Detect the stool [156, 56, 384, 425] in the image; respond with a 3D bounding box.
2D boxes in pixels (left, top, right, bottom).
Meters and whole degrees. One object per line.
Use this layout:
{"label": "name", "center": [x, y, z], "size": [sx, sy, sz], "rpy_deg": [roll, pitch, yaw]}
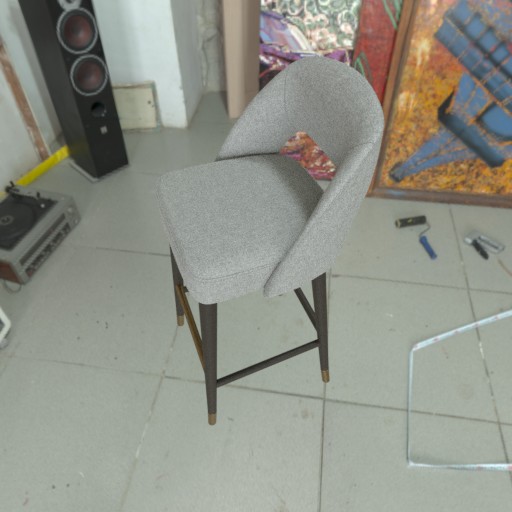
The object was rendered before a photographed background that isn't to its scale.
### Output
{"label": "stool", "center": [0.000, 0.000, 1.323], "size": [0.509, 1.037, 0.494], "rpy_deg": [-16, 49, -14]}
